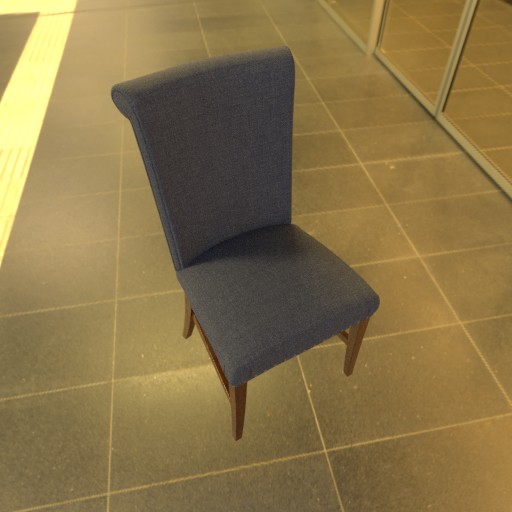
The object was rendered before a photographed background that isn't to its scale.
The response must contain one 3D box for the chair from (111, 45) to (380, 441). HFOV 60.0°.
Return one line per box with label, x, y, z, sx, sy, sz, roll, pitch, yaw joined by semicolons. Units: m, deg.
chair;0.000;0.000;1.346;0.513;0.988;0.608;-23;50;-21
